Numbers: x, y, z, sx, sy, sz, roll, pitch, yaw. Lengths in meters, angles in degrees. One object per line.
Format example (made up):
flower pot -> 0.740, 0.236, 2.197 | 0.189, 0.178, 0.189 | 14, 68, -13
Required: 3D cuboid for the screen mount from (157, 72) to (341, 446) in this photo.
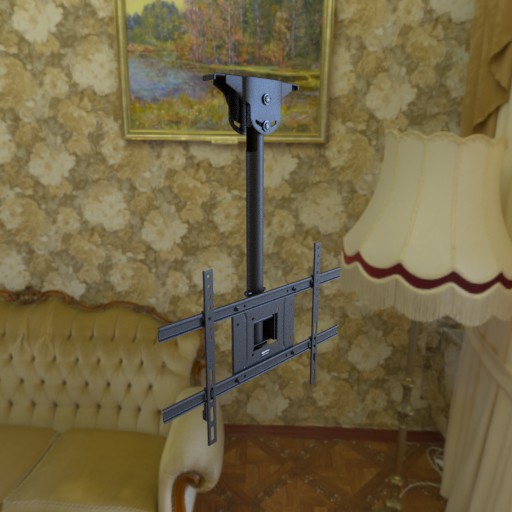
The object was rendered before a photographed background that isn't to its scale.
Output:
screen mount -> 0.000, 0.000, 1.039 | 0.090, 0.775, 0.595 | 14, 20, 43
